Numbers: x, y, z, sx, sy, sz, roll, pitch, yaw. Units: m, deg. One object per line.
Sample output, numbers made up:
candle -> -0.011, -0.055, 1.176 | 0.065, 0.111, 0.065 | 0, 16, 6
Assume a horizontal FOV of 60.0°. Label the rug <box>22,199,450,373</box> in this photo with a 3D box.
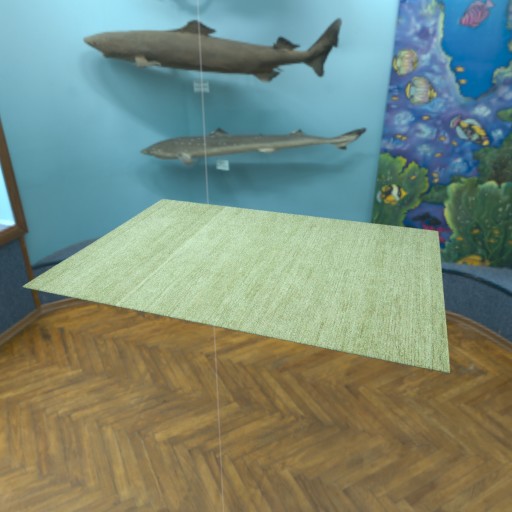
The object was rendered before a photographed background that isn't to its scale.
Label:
rug -> 0.000, 0.000, 2.878 | 2.270, 0.017, 1.606 | 8, 27, 17
